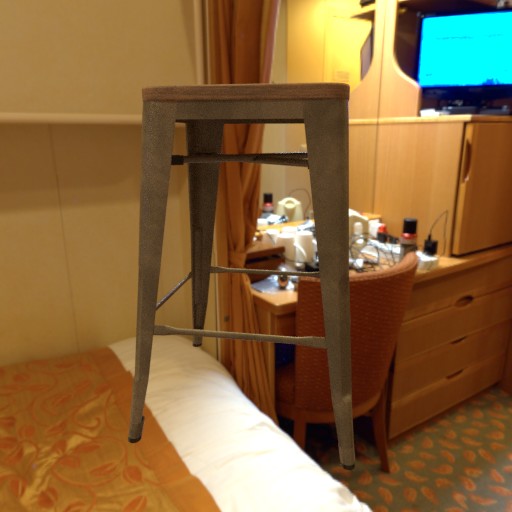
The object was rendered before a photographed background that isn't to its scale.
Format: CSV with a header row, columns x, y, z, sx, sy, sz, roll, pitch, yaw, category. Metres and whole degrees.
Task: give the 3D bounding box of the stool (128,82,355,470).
x,y,z,sx,sy,sz,roll,pitch,yaw,category
0.000,0.000,0.879,0.407,0.607,0.407,3,16,10,stool
